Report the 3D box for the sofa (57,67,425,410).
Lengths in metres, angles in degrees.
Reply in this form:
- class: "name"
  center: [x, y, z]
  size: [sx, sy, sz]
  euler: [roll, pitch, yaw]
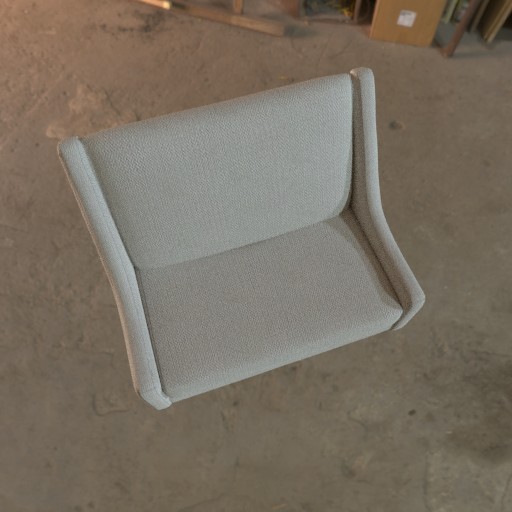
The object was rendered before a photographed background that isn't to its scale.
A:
- class: "sofa"
  center: [0.000, 0.000, 1.911]
  size: [1.242, 1.022, 0.870]
  euler: [-17, 64, -8]
